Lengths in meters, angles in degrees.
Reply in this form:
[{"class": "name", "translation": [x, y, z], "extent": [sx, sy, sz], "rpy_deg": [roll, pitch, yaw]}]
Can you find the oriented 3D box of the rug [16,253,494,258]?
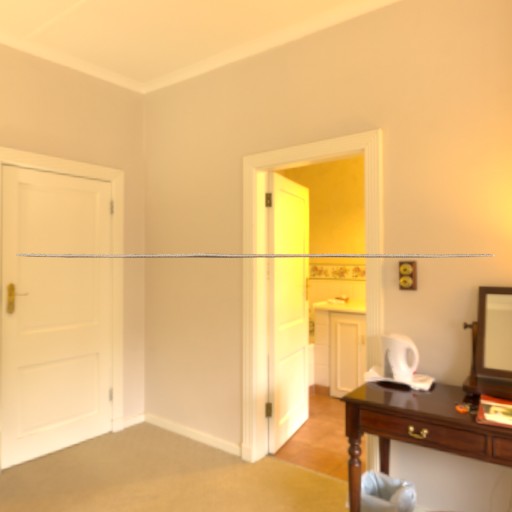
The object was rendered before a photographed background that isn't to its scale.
[{"class": "rug", "translation": [0.000, 0.000, 2.623], "extent": [2.383, 0.018, 0.857], "rpy_deg": [0, -1, -1]}]
